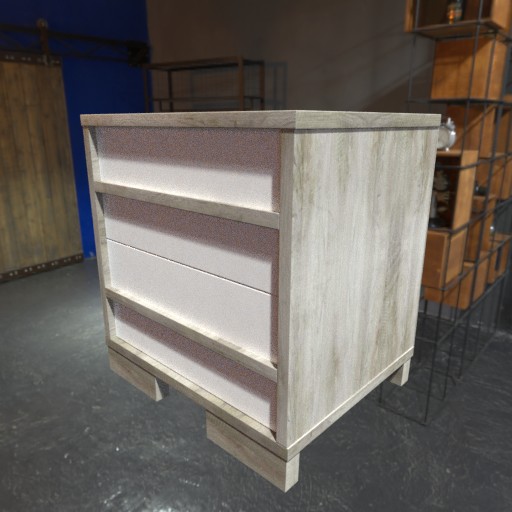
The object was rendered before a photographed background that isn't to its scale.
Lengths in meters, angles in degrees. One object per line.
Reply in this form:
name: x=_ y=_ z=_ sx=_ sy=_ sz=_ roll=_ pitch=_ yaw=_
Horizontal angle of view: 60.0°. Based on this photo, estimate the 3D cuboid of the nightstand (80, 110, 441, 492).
nightstand: x=0.000 y=0.000 z=0.737 sx=0.427 sy=0.448 sz=0.347 roll=15 pitch=23 yaw=41
